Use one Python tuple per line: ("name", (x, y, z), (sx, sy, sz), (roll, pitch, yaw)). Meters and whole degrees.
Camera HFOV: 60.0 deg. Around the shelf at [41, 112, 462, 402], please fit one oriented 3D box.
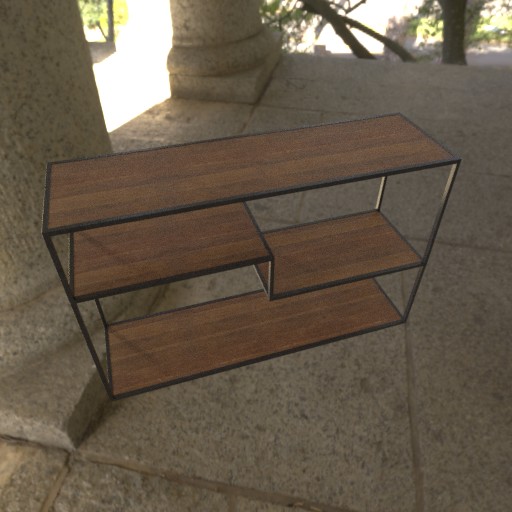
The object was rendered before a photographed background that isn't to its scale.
("shelf", (0.000, 0.000, 1.588), (1.201, 0.765, 0.361), (-12, 43, -13))
